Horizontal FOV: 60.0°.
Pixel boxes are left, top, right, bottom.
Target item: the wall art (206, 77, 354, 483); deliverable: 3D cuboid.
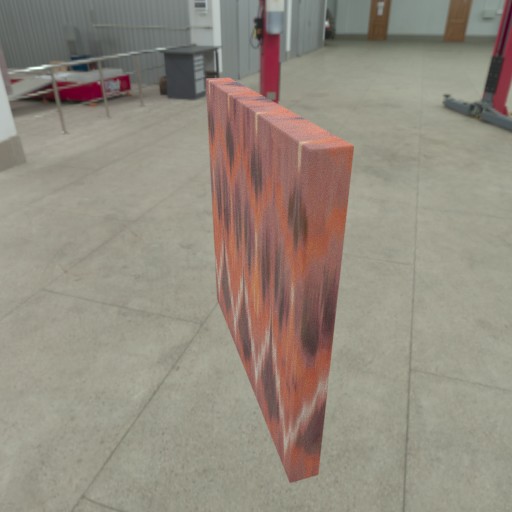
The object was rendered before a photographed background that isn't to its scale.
[{"bbox_3d":[0.000,0.000,0.607,0.038,0.406,0.403,-8,30,-15],"label":"wall art"}]
